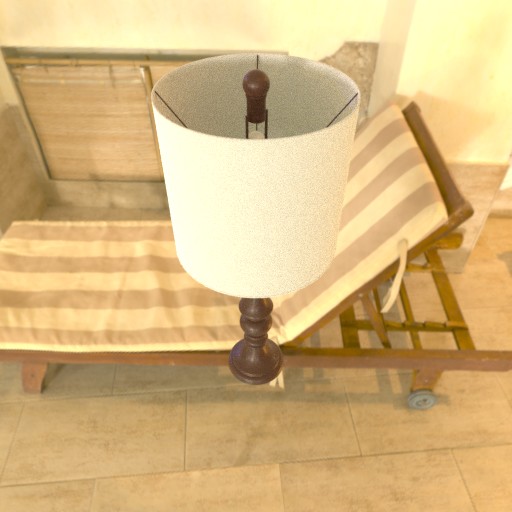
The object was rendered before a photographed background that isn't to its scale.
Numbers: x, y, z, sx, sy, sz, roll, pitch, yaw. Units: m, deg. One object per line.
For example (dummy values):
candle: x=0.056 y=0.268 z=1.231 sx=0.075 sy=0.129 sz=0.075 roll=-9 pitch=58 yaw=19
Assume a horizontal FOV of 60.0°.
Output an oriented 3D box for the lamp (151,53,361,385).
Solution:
lamp: x=0.000 y=0.000 z=0.724 sx=0.250 sy=0.597 sz=0.250 roll=1 pitch=43 yaw=1
